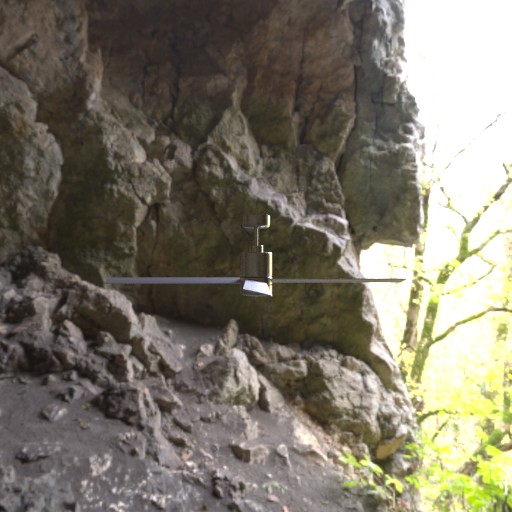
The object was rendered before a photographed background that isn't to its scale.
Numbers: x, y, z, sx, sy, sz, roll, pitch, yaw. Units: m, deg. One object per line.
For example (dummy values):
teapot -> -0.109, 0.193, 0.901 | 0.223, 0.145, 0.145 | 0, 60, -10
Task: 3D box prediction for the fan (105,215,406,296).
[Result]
fan -> 0.000, 0.000, 1.969 | 1.322, 0.355, 1.322 | 0, 0, 0
